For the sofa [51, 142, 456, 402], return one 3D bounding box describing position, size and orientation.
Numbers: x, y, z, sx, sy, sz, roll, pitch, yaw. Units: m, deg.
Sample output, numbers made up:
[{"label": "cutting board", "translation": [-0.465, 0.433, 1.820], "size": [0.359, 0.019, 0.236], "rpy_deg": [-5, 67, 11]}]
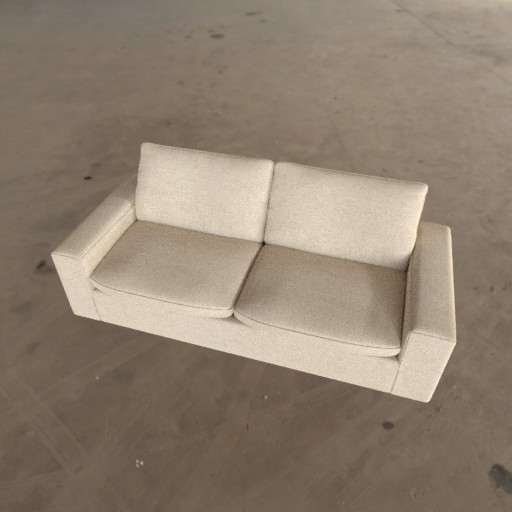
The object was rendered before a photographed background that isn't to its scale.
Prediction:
[{"label": "sofa", "translation": [0.000, 0.000, 2.783], "size": [2.299, 0.922, 1.040], "rpy_deg": [11, 41, 13]}]
